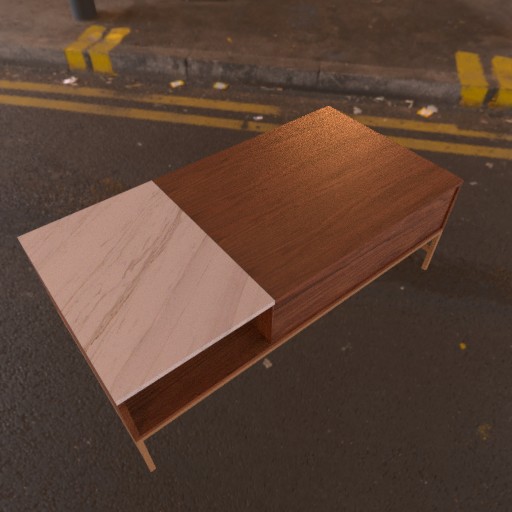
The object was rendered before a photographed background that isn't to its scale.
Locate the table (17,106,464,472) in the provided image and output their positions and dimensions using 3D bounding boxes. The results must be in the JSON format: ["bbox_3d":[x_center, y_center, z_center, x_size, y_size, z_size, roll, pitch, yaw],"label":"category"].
[{"bbox_3d":[0.000,0.000,1.903,1.553,0.551,0.789,-30,53,-25],"label":"table"}]
